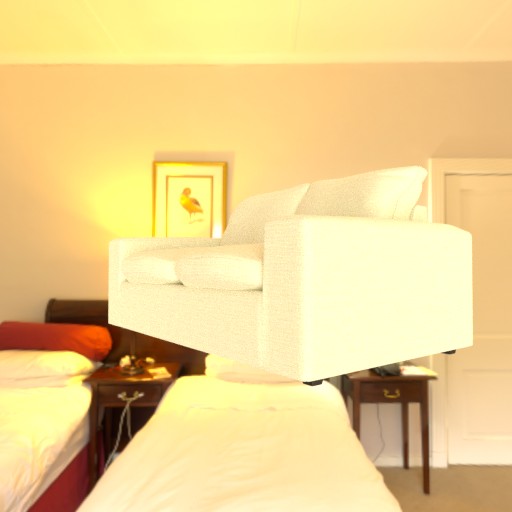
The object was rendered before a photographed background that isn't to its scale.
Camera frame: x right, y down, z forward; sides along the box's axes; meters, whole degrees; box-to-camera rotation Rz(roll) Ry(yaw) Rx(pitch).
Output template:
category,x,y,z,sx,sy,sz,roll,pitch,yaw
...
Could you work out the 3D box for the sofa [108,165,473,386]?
category,x,y,z,sx,sy,sz,roll,pitch,yaw
sofa,0.000,0.000,2.337,1.091,0.875,1.754,1,-1,-38
